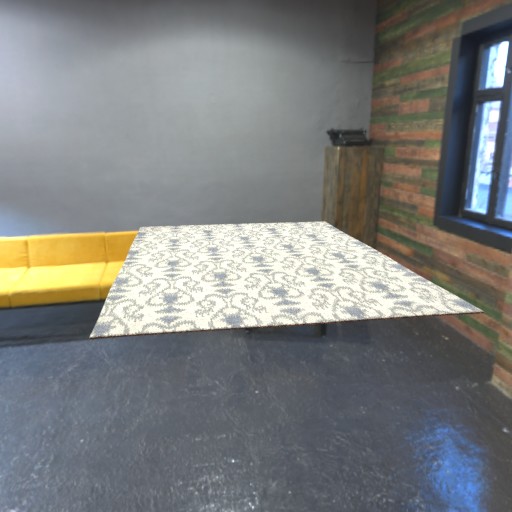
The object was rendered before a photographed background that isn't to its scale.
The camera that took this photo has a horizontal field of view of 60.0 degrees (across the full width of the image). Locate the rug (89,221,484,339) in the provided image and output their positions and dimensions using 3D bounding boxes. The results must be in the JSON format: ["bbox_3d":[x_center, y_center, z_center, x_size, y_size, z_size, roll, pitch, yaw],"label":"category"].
[{"bbox_3d":[0.000,0.000,2.902,1.676,0.013,2.261,-2,15,-9],"label":"rug"}]
